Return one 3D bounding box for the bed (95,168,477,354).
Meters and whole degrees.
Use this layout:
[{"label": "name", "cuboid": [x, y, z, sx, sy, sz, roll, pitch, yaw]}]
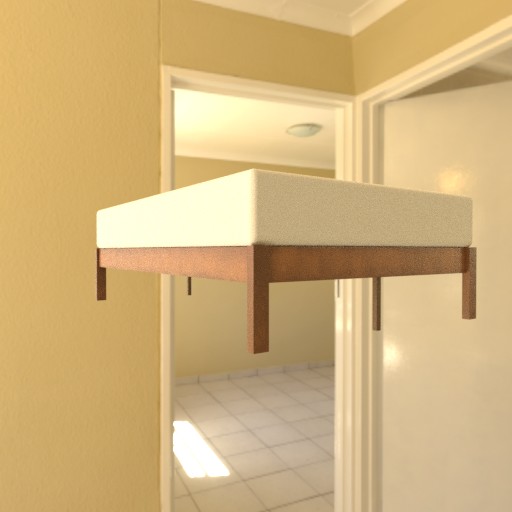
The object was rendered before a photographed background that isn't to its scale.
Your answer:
[{"label": "bed", "cuboid": [0.000, 0.000, 2.626, 1.348, 0.616, 1.927, 0, 1, -35]}]
